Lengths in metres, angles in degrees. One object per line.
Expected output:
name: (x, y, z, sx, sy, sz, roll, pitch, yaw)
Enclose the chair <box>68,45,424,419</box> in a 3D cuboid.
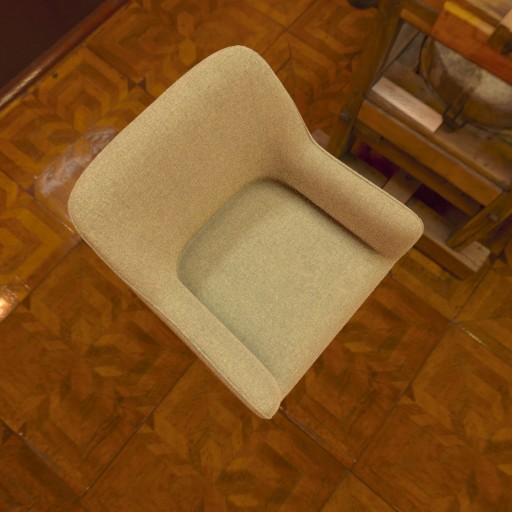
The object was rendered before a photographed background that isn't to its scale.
chair: (0.000, 0.000, 1.230, 0.610, 0.813, 0.610, 40, 78, 10)
